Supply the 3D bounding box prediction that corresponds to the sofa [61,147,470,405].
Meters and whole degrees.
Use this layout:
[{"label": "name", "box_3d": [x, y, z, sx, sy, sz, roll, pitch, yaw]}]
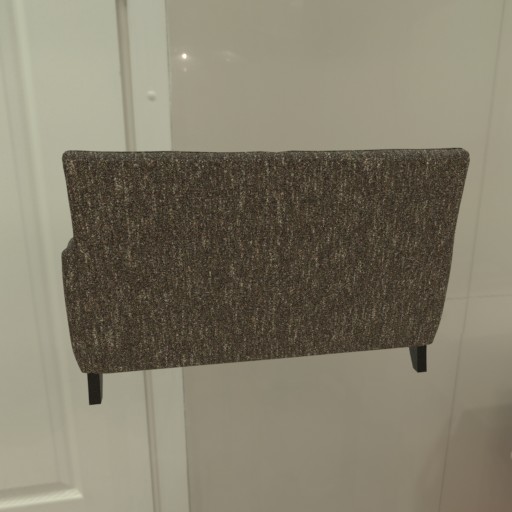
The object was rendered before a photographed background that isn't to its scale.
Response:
[{"label": "sofa", "box_3d": [0.000, 0.000, 1.974, 1.519, 0.946, 0.801, -3, 15, -10]}]
